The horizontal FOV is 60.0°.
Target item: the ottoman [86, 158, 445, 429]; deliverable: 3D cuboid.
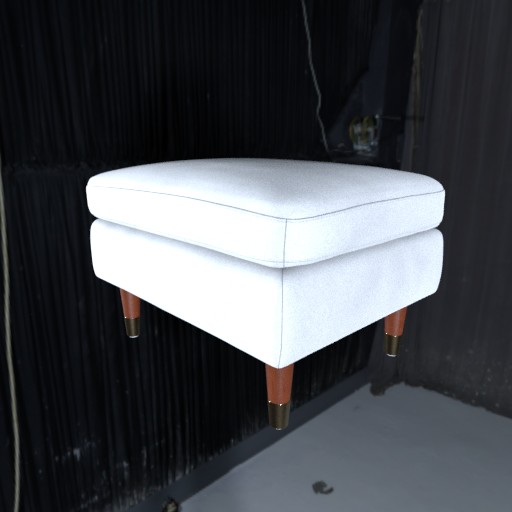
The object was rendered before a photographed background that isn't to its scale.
[{"bbox_3d":[0.000,0.000,1.118,0.593,0.478,0.747,-14,20,-42],"label":"ottoman"}]
